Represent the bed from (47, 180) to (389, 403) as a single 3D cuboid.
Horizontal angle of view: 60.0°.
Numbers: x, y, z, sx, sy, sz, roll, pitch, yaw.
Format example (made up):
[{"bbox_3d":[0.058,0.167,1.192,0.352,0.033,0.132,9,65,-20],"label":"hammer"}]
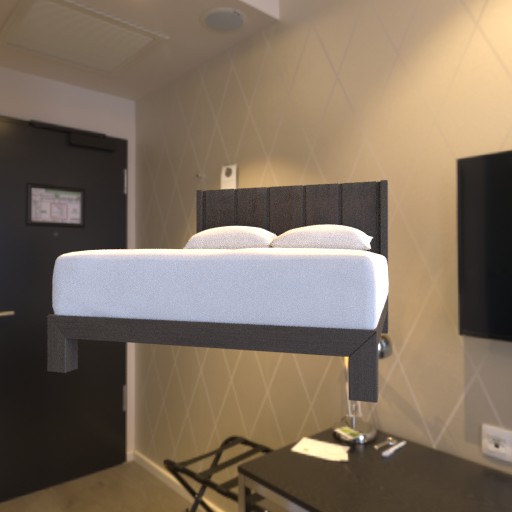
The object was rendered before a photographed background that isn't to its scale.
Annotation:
[{"bbox_3d":[0.000,0.000,3.084,1.735,1.261,1.992,0,-1,18],"label":"bed"}]
